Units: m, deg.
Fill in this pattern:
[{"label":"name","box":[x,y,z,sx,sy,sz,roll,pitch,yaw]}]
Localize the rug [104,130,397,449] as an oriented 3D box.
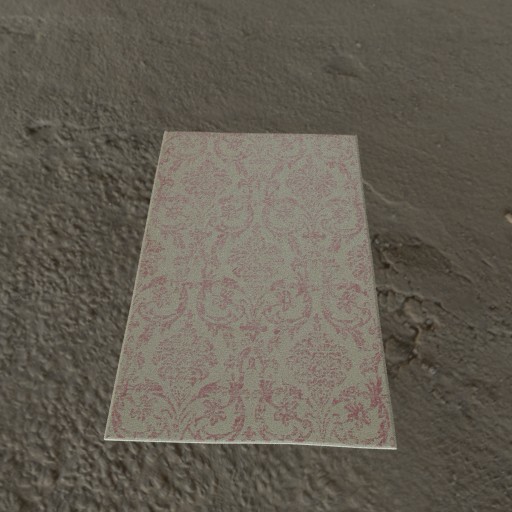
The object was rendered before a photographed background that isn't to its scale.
[{"label":"rug","box":[0.000,0.000,3.465,1.819,0.018,2.746,1,58,1]}]
